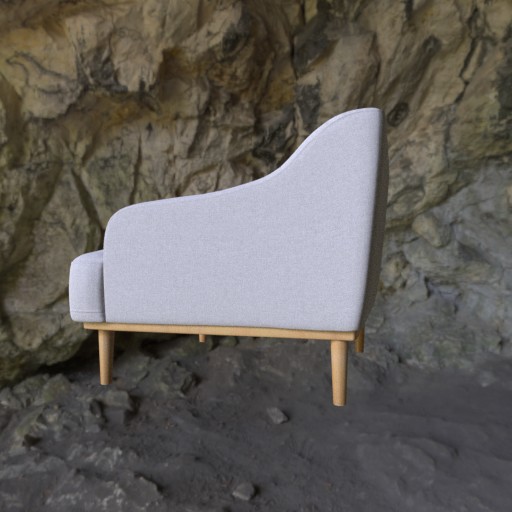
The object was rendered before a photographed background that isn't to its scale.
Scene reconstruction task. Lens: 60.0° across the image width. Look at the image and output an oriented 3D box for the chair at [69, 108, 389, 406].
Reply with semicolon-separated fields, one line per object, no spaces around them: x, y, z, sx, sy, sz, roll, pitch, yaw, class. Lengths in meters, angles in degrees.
0.000;0.000;1.665;0.951;0.818;0.946;0;0;17;chair
